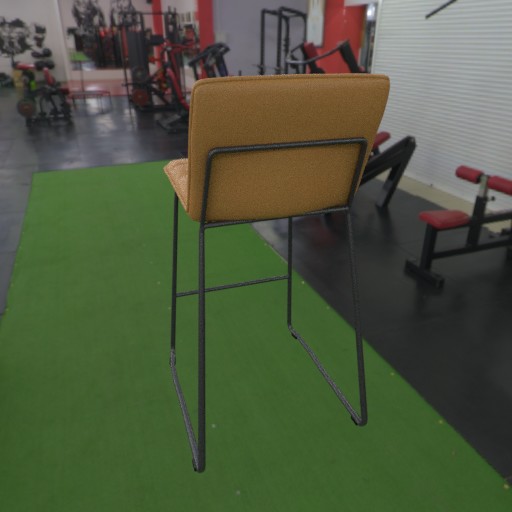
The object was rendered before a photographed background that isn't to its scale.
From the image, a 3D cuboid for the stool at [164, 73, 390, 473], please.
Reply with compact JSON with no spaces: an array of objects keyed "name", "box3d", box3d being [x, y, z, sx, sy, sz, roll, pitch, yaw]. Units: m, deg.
[{"name":"stool","box3d":[0.000,0.000,1.195,0.489,0.936,0.524,-8,27,-17]}]
